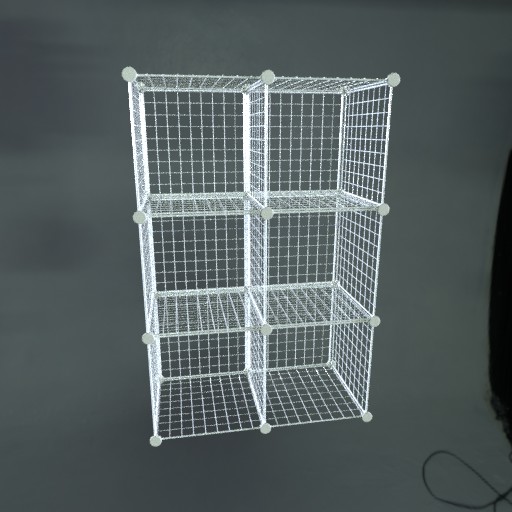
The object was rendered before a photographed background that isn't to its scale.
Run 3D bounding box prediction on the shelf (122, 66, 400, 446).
[{"bbox_3d":[0.000,0.000,1.423,0.711,1.067,0.356,-3,16,-10],"label":"shelf"}]
